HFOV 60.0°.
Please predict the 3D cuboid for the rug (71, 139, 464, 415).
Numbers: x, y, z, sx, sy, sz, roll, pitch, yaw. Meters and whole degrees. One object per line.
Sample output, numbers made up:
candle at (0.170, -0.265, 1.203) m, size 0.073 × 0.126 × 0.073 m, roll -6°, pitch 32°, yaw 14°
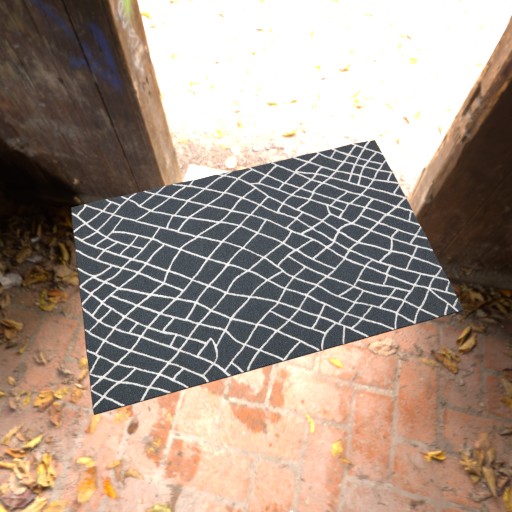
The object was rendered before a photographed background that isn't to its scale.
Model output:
rug at (0.000, 0.000, 3.130) m, size 2.448 × 0.017 × 1.529 m, roll -14°, pitch 64°, yaw -7°
